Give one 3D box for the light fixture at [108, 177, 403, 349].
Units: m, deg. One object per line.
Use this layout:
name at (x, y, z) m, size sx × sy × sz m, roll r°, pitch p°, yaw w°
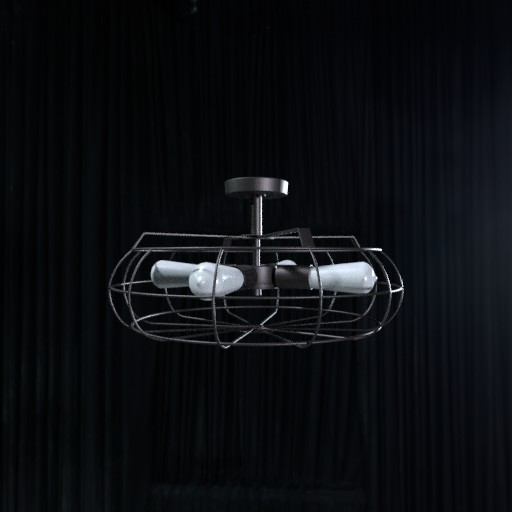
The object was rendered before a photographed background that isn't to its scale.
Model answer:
light fixture at (0.000, 0.000, 0.931) m, size 0.582 × 0.311 × 0.582 m, roll 0°, pitch 1°, yaw 0°
